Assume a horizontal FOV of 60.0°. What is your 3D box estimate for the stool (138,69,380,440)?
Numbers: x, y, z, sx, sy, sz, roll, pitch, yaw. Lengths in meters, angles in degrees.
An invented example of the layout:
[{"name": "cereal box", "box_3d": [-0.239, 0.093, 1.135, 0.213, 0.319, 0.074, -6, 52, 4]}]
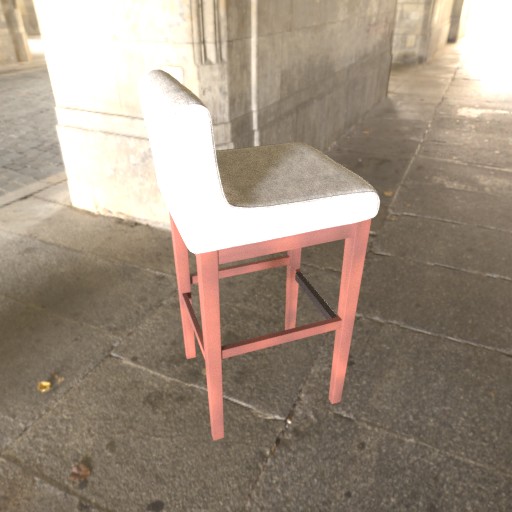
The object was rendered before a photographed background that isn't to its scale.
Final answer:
[{"name": "stool", "box_3d": [0.000, 0.000, 1.262, 0.499, 0.965, 0.426, -11, 32, -17]}]
